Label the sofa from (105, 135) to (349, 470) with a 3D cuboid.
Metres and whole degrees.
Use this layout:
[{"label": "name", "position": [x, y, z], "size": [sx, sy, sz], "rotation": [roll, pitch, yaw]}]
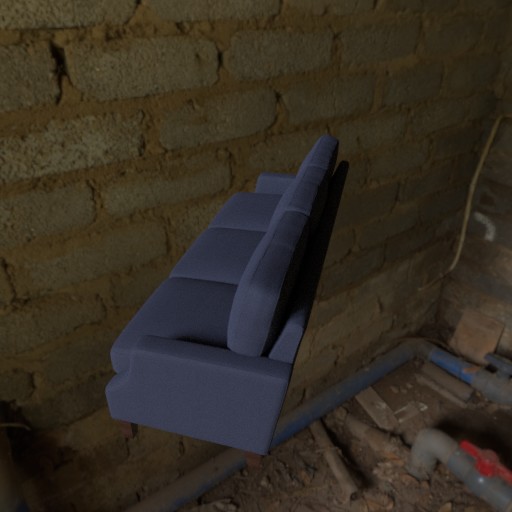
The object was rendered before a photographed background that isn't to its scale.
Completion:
[{"label": "sofa", "position": [0.000, 0.000, 2.651], "size": [0.888, 0.984, 2.115], "rotation": [8, 32, 13]}]
